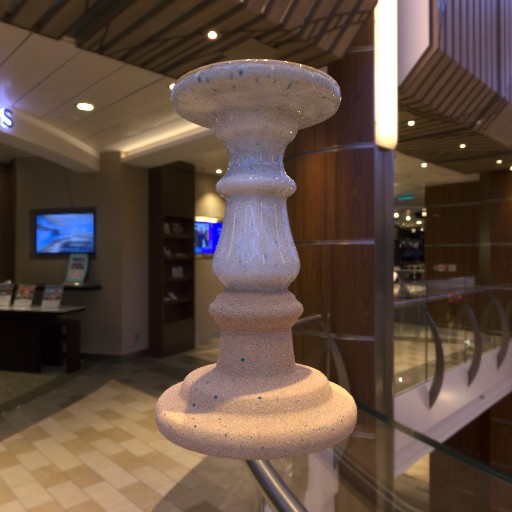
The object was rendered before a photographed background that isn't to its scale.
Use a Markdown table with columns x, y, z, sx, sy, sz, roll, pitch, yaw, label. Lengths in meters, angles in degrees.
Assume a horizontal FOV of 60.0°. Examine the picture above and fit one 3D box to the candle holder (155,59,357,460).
| x | y | z | sx | sy | sz | roll | pitch | yaw | label |
| --- | --- | --- | --- | --- | --- | --- | --- | --- | --- |
| 0.000 | 0.000 | 0.276 | 0.123 | 0.202 | 0.123 | 0 | 0 | 0 | candle holder |
